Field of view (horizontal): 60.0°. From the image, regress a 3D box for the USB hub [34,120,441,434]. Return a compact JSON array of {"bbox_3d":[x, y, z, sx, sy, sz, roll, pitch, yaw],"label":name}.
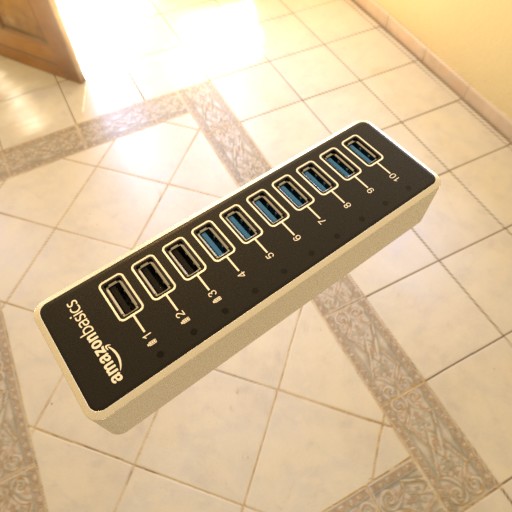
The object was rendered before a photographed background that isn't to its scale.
[{"bbox_3d":[0.000,0.000,0.161,0.145,0.023,0.044,-33,64,-18],"label":"USB hub"}]
